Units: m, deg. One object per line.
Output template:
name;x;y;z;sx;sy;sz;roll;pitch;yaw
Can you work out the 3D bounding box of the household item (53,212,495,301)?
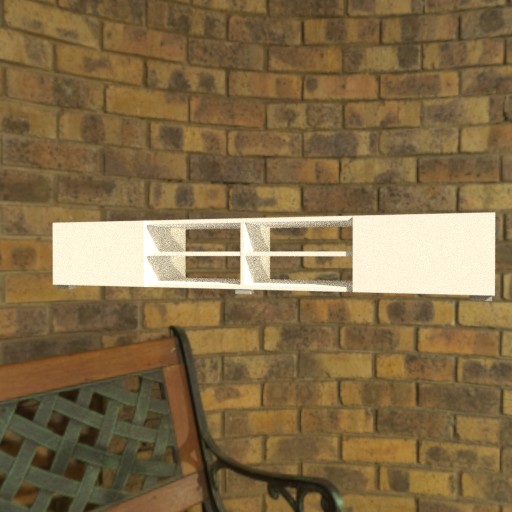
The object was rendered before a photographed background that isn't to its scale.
household item;0.000;0.000;1.996;1.850;0.310;0.420;0;0;17
